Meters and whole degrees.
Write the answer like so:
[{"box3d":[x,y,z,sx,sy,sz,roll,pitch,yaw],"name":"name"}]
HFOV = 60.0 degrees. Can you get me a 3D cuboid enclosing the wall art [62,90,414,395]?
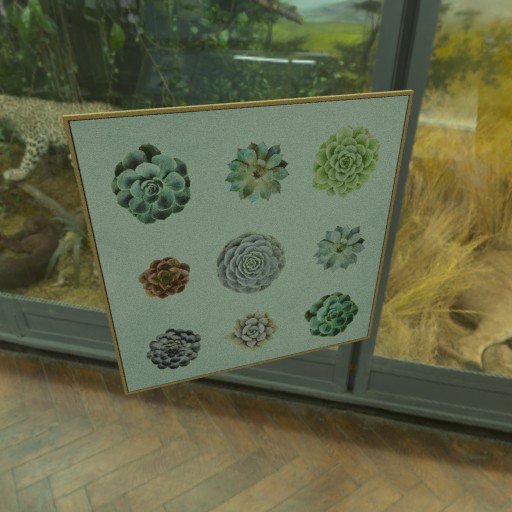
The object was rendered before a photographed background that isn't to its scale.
[{"box3d":[0.000,0.000,1.425,0.962,0.959,0.013,-9,33,-15],"name":"wall art"}]
